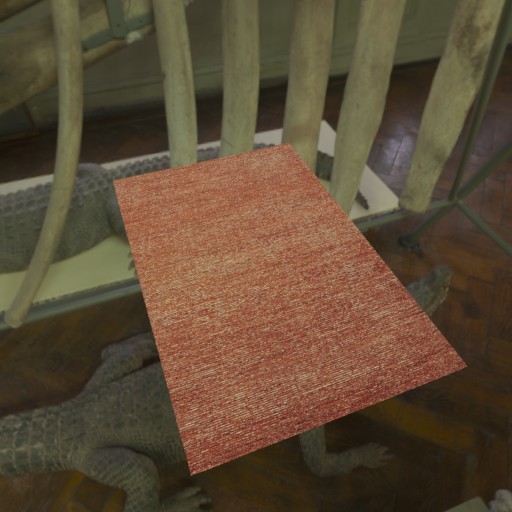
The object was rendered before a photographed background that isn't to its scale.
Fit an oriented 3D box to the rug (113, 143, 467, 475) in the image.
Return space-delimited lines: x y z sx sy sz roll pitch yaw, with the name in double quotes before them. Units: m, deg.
"rug" 0.000 0.000 2.191 1.139 0.011 1.747 -16 48 -14
